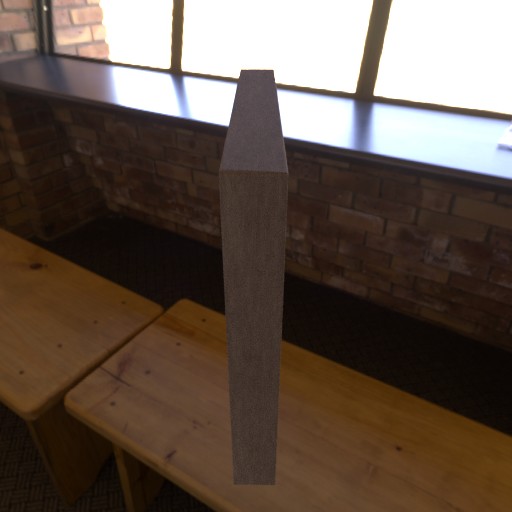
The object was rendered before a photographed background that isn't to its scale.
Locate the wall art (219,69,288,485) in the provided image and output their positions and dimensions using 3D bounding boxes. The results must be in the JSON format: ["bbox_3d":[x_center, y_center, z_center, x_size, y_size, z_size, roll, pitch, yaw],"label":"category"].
[{"bbox_3d":[0.000,0.000,0.449,0.038,0.302,0.303,0,33,0],"label":"wall art"}]
